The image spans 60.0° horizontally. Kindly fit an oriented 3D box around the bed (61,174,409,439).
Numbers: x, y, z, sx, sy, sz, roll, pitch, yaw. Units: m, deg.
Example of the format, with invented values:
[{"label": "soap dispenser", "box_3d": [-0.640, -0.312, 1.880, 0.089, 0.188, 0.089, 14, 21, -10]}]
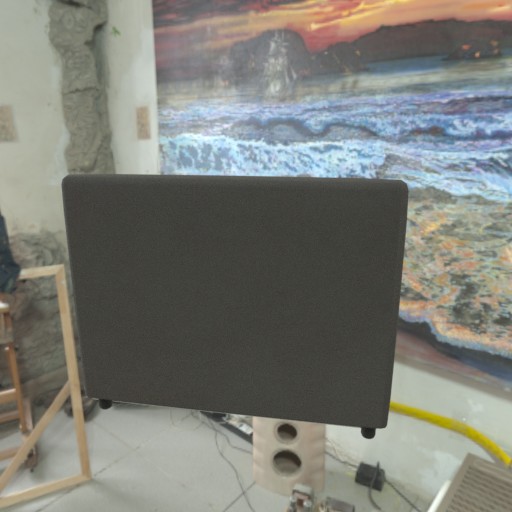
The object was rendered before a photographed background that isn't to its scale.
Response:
[{"label": "bed", "box_3d": [0.000, 0.000, 3.204, 1.723, 1.330, 2.142, 3, 16, 10]}]
